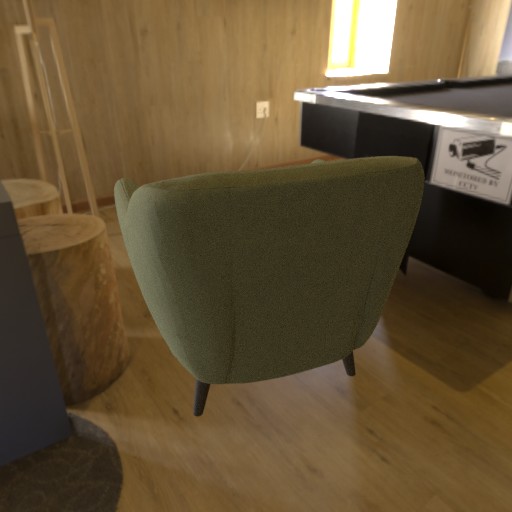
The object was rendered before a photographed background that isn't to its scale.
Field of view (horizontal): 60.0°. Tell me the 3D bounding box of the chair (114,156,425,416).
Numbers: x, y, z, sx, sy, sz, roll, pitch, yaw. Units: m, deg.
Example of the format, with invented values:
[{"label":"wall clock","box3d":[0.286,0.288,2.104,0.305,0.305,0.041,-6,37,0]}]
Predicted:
[{"label":"chair","box3d":[0.000,0.000,1.492,0.840,0.804,0.819,-9,28,-17]}]
